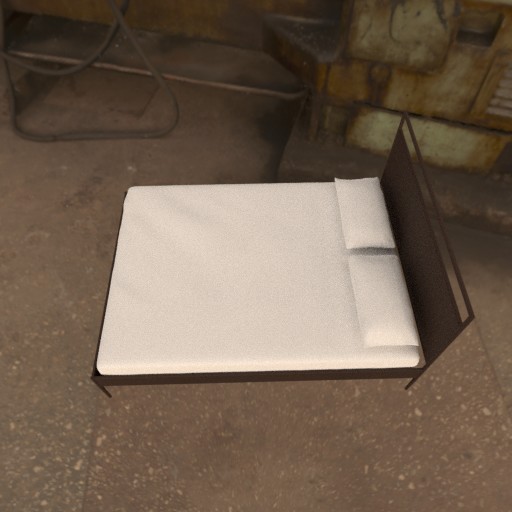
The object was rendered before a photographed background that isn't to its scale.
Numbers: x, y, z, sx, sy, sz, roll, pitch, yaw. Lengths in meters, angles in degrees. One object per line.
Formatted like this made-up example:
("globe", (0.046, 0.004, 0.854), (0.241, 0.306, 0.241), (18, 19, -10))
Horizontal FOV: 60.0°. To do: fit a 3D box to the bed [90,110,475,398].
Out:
("bed", (0.000, 0.000, 3.082), (2.122, 1.173, 1.572), (-1, 56, -1))
